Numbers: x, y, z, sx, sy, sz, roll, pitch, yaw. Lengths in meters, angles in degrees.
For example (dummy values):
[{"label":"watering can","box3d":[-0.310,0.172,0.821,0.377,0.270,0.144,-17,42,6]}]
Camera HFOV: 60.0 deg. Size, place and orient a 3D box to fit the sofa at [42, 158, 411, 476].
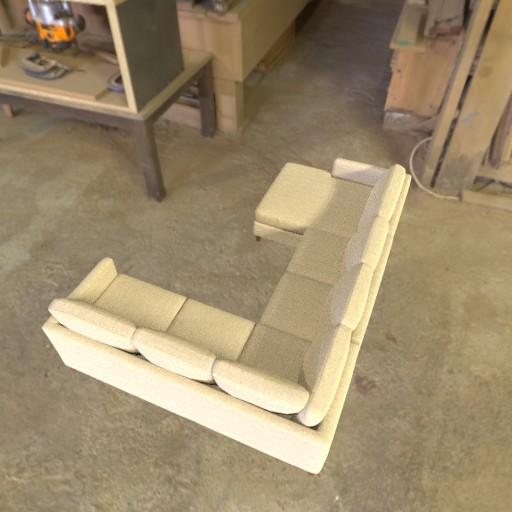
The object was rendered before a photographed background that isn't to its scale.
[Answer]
[{"label":"sofa","box3d":[0.000,0.000,4.707,2.594,0.961,3.460,17,50,16]}]
